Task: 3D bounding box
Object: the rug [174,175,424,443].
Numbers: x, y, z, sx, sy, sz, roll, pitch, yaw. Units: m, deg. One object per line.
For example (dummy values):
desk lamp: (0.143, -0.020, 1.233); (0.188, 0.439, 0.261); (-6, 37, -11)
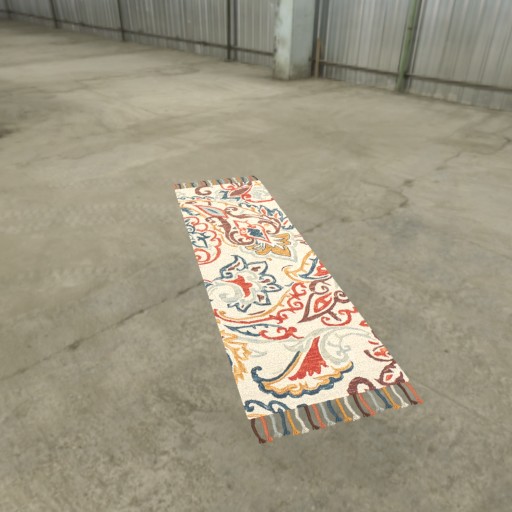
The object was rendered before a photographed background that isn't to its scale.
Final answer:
rug: (0.000, 0.000, 2.923); (0.763, 0.015, 2.682); (-9, 33, -13)
